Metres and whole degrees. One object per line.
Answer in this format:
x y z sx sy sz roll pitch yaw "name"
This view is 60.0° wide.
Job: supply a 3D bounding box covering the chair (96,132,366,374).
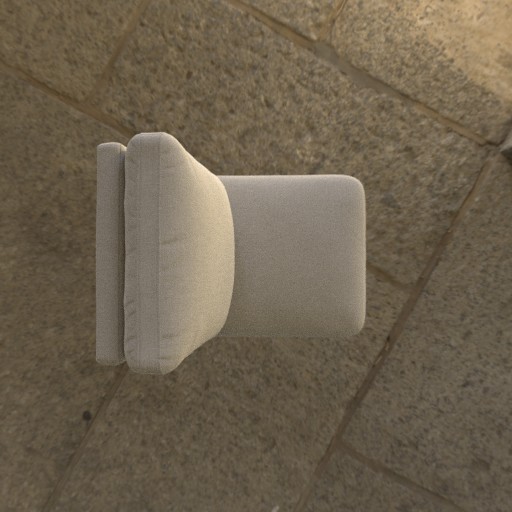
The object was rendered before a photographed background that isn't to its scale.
0.000 0.000 1.335 0.698 0.927 0.503 0 89 -1 "chair"
